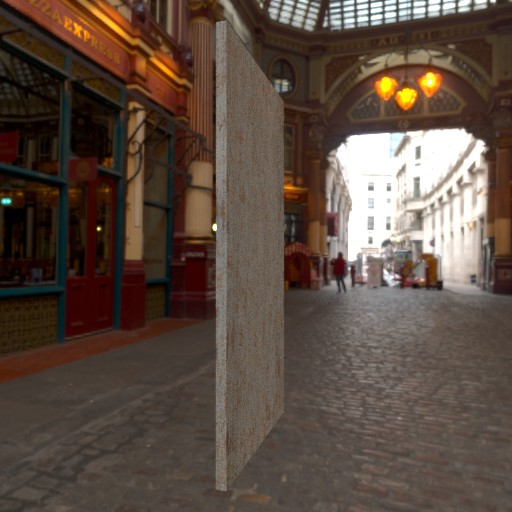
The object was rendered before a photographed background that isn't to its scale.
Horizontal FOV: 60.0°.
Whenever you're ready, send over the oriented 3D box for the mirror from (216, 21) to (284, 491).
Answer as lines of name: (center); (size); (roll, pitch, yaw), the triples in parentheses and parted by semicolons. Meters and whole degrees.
mirror: (0.000, 0.000, 1.097); (0.027, 0.922, 0.472); (0, -1, 17)
